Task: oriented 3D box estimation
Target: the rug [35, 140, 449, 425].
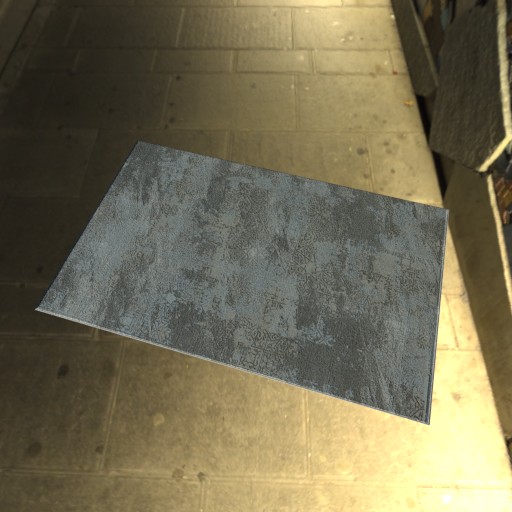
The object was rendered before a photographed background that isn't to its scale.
[{"bbox_3d":[0.000,0.000,2.977,2.431,0.012,1.536,14,60,9],"label":"rug"}]
